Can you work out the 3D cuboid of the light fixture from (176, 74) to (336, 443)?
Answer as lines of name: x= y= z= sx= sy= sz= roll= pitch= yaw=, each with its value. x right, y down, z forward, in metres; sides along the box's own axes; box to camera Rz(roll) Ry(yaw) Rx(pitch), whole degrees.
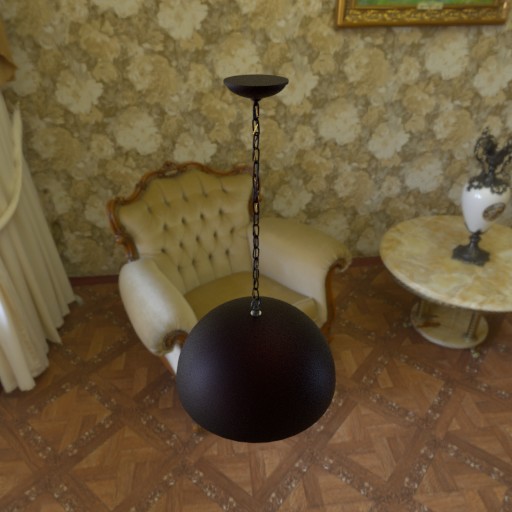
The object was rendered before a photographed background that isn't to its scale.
light fixture: x=0.000 y=0.000 z=1.161 sx=0.492 sy=0.869 sz=0.492 roll=22 pitch=37 yaw=32
